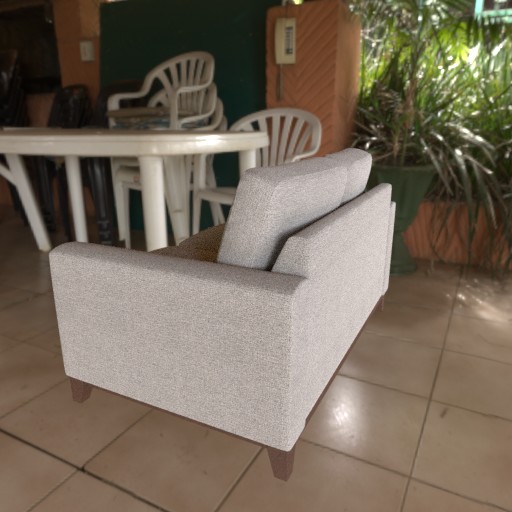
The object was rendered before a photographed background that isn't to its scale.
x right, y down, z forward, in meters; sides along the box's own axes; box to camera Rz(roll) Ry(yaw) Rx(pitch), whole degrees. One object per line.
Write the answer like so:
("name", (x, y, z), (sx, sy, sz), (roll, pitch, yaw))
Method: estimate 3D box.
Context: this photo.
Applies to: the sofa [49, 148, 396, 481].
("sofa", (0.000, 0.000, 1.934), (0.917, 0.873, 1.420), (8, 19, 25))
